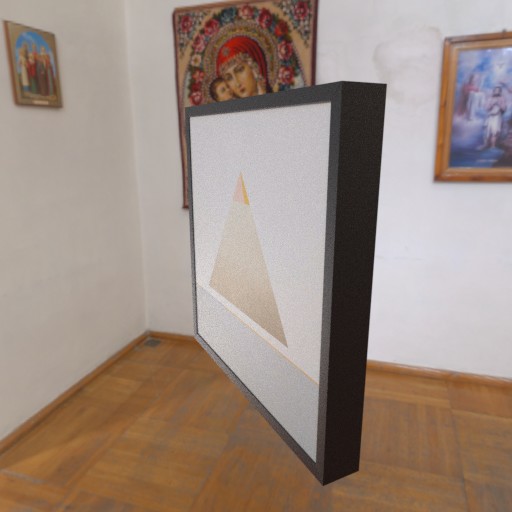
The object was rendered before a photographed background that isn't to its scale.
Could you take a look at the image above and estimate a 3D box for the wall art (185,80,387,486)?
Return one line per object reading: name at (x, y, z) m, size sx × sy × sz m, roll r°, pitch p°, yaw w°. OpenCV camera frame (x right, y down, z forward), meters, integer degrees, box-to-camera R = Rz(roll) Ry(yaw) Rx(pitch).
wall art at (0.000, 0.000, 0.452) m, size 0.037 × 0.303 × 0.304 m, roll -8°, pitch 17°, yaw -26°
